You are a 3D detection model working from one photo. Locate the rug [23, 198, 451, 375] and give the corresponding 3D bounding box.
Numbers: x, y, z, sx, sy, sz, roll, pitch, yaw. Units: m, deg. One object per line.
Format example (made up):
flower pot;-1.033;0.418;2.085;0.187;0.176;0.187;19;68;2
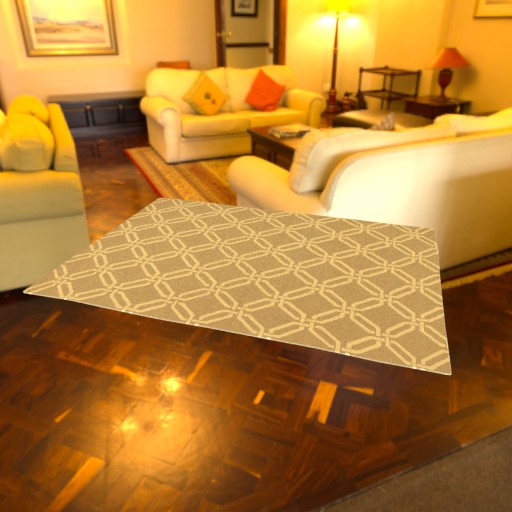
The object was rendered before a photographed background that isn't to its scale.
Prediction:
rug;0.000;0.000;2.711;2.135;0.013;1.524;8;29;15
